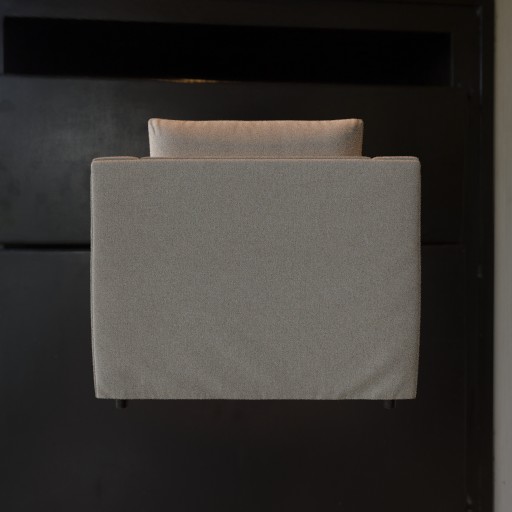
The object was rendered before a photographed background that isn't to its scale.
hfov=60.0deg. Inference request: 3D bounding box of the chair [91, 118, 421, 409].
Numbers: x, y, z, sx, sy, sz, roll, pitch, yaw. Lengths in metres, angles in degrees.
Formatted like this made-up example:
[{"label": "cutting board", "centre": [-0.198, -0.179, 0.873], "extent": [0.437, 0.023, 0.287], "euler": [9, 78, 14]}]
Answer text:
[{"label": "chair", "centre": [0.000, 0.000, 2.078], "extent": [1.194, 1.093, 1.071], "euler": [0, 1, 0]}]
